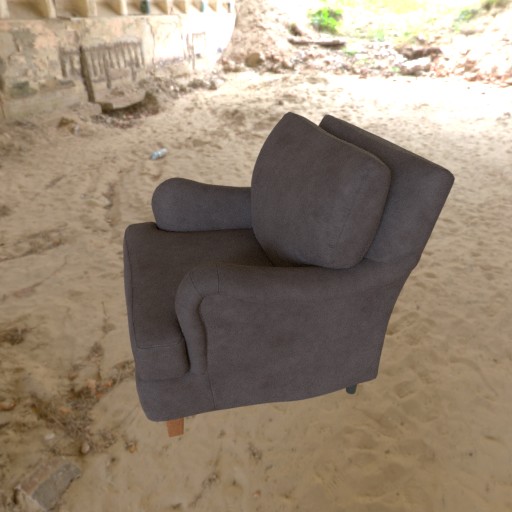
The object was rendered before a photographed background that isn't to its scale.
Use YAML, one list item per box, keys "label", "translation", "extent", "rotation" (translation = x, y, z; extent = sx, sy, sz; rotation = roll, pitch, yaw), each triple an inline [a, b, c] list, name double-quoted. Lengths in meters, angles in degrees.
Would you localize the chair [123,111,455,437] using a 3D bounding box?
- label: "chair"
  translation: [0.000, 0.000, 1.833]
  extent: [1.070, 0.997, 0.955]
  rotation: [-8, 30, -14]
